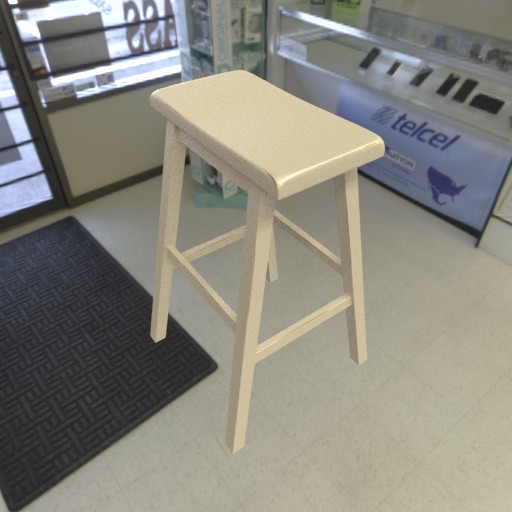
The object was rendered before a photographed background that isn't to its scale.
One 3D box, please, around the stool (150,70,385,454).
[{"bbox_3d":[0.000,0.000,1.097,0.476,0.737,0.457,-26,47,-26],"label":"stool"}]
